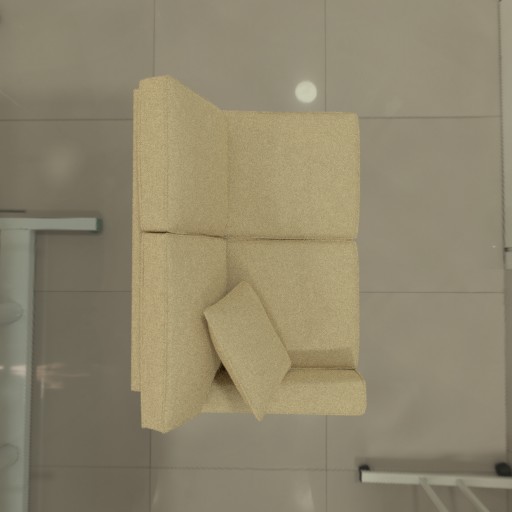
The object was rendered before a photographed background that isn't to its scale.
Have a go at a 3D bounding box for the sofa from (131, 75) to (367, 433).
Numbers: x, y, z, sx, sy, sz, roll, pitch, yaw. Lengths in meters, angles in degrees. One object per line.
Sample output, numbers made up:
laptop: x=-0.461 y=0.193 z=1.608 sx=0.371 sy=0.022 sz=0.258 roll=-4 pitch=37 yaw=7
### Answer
sofa: x=0.000 y=0.000 z=2.091 sx=0.991 sy=0.989 sz=1.388 roll=0 pitch=88 yaw=2
